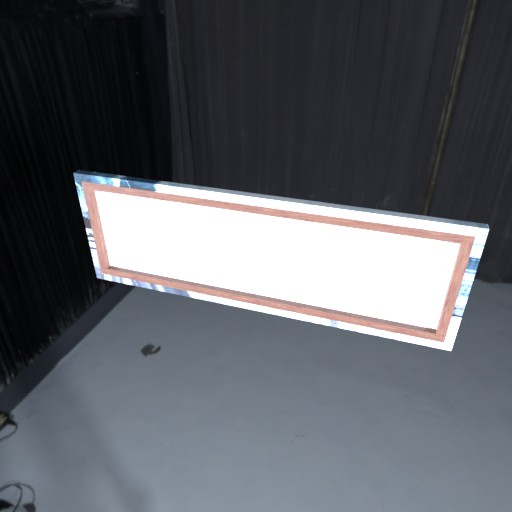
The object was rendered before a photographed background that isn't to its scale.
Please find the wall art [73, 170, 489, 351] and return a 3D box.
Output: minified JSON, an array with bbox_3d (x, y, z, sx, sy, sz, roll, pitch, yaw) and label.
[{"bbox_3d":[0.000,0.000,1.715,1.524,0.509,0.037,10,33,15],"label":"wall art"}]
